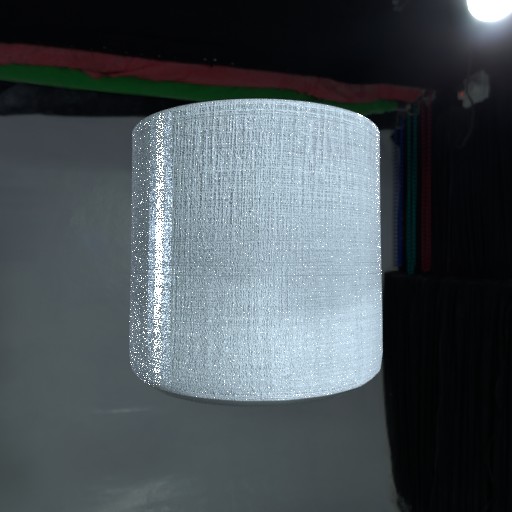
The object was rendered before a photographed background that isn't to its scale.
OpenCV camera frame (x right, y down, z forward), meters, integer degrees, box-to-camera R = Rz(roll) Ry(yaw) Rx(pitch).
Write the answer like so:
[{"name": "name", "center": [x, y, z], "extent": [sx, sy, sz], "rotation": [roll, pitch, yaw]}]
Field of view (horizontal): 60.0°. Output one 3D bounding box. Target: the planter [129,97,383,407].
[{"name": "planter", "center": [0.000, 0.000, 0.292], "extent": [0.160, 0.156, 0.160], "rotation": [0, 0, 0]}]
